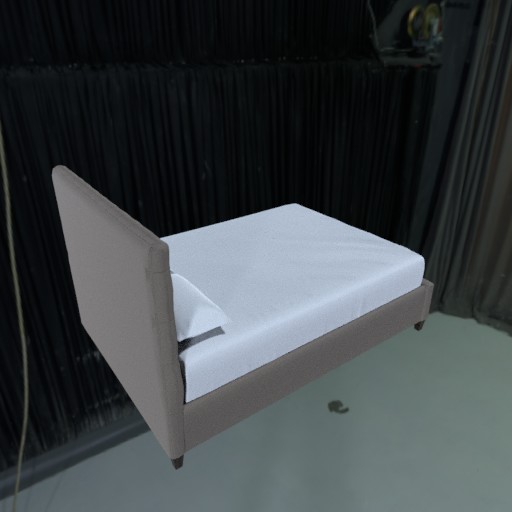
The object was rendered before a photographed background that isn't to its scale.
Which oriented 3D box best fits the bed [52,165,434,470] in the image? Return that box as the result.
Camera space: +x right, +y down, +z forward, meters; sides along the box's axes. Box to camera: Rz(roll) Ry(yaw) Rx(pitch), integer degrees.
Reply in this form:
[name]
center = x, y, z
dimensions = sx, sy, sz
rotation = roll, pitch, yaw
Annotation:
[bed]
center = 0.000, 0.000, 3.447
dimensions = 2.387, 1.427, 1.698
rotation = -18, 31, -32
